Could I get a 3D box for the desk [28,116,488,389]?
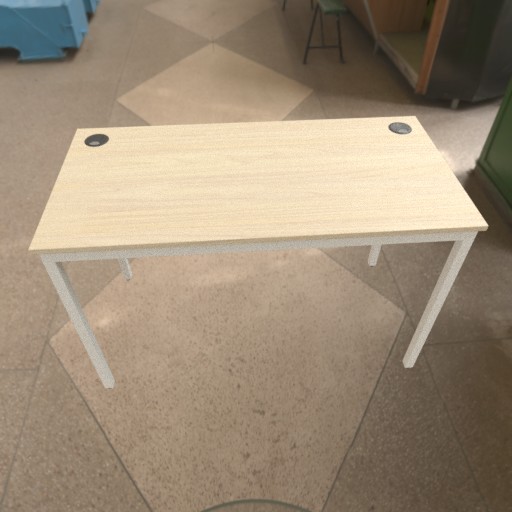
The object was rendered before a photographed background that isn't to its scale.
[{"bbox_3d":[0.000,0.000,1.626,1.200,0.750,0.600,-3,46,-3],"label":"desk"}]
